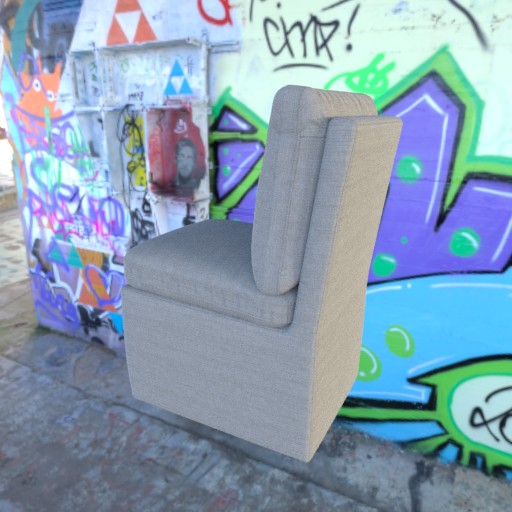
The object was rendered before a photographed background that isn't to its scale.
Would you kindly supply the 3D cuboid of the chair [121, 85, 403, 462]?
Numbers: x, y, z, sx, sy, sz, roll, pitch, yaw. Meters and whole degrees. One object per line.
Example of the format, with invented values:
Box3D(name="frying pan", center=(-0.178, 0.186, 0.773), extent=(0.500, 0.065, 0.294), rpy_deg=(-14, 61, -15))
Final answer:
Box3D(name="chair", center=(0.000, 0.000, 1.327), extent=(0.698, 0.927, 0.503), rpy_deg=(9, 20, 27))
